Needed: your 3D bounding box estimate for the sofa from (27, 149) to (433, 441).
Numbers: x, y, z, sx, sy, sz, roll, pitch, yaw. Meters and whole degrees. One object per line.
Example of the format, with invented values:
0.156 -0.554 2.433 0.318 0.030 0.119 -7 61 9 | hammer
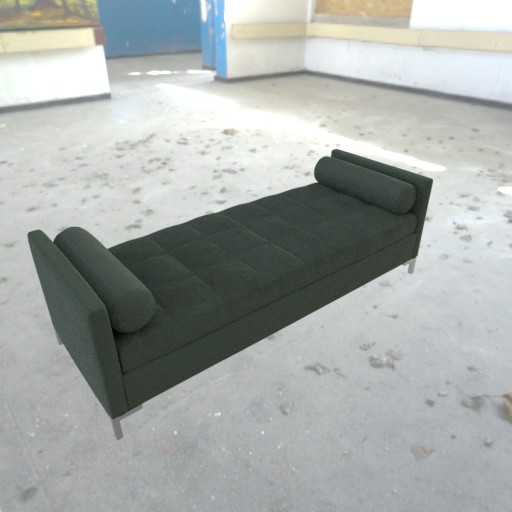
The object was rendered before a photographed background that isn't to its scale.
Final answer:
0.000 0.000 2.479 2.102 0.657 0.797 -22 37 -32 | sofa
